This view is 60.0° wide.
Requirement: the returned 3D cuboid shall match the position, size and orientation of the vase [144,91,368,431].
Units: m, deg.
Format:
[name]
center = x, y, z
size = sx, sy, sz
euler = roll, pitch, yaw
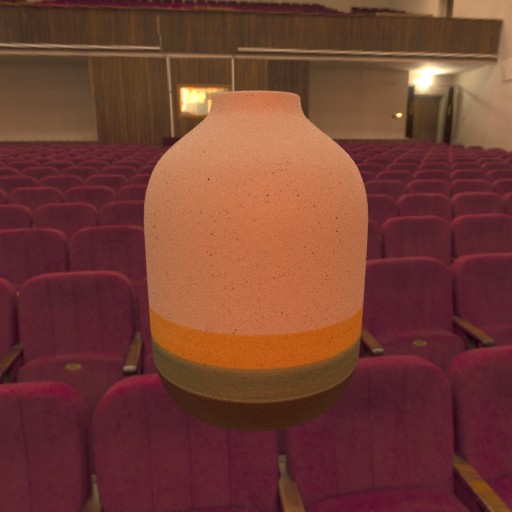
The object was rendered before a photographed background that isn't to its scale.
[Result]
[vase]
center = 0.000, 0.000, 0.351
size = 0.169, 0.240, 0.169
euler = 0, 14, 0
